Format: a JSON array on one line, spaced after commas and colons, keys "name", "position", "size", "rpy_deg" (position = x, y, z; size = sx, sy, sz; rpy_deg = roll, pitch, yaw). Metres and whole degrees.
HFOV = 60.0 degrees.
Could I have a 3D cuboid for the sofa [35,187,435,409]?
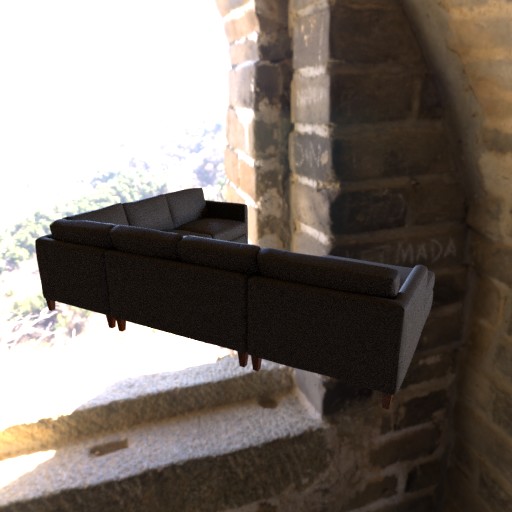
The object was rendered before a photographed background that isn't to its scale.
[{"name": "sofa", "position": [0.000, 0.000, 4.578], "size": [3.460, 0.961, 2.594], "rpy_deg": [9, 19, 27]}]
